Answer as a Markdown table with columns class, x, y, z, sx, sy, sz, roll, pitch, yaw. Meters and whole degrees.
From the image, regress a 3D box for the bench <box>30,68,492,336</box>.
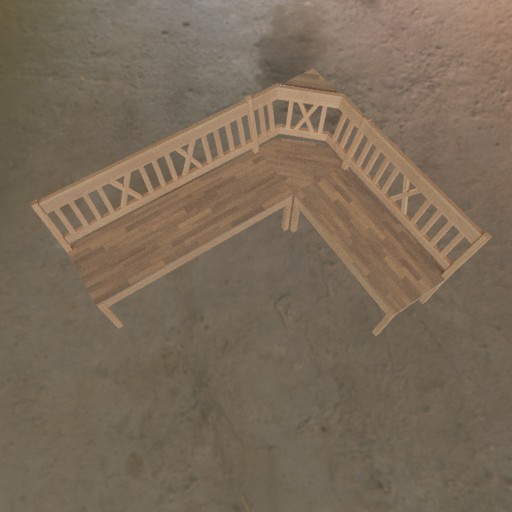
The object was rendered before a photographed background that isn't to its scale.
| class | x | y | z | sx | sy | sz | roll | pitch | yaw |
| --- | --- | --- | --- | --- | --- | --- | --- | --- | --- |
| bench | 0.000 | 0.000 | 2.761 | 1.937 | 0.902 | 1.537 | -31 | 68 | -14 |
